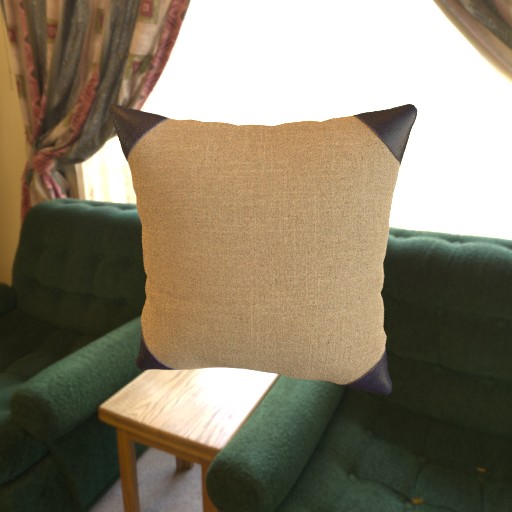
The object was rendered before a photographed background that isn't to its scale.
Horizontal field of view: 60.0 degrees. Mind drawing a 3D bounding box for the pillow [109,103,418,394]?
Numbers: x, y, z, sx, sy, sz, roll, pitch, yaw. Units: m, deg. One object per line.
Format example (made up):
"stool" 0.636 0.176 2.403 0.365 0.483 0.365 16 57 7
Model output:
"pillow" 0.000 0.000 0.677 0.440 0.441 0.147 3 18 9
